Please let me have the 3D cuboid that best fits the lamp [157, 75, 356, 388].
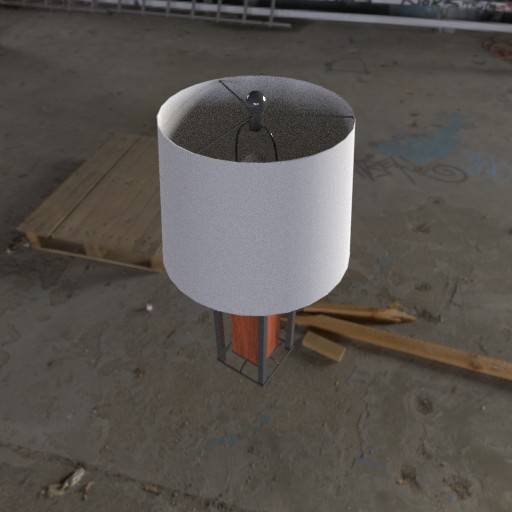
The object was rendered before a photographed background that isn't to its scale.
[{"bbox_3d":[0.000,0.000,0.784,0.320,0.591,0.320,0,43,0],"label":"lamp"}]
